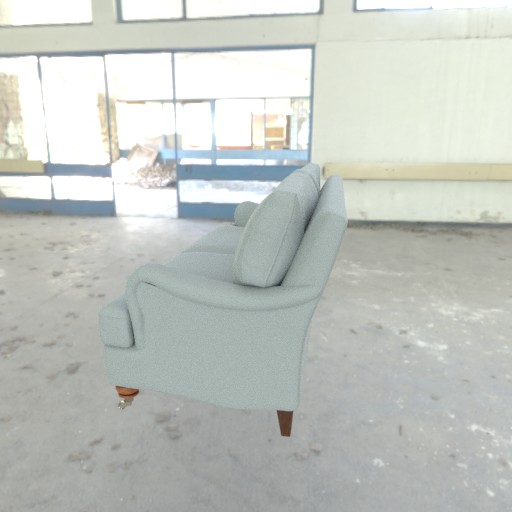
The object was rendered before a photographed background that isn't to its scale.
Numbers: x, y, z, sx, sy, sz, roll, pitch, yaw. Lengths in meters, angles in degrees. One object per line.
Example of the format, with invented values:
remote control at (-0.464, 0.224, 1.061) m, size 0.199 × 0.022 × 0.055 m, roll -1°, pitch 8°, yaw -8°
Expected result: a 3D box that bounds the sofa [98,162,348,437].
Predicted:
sofa at (0.000, 0.000, 2.836) m, size 1.069 × 1.096 × 2.193 m, roll 3°, pitch 15°, yaw 10°
